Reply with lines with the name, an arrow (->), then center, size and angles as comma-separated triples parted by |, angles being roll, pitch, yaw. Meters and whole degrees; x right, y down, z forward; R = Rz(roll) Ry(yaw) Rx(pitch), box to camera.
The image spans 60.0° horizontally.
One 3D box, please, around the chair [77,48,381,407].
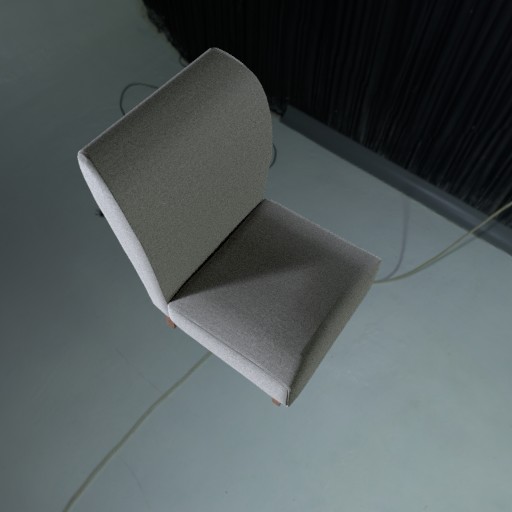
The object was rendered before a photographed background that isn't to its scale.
chair -> 0.000, 0.000, 1.224 | 0.592, 0.804, 0.513 | 31, 64, 17
